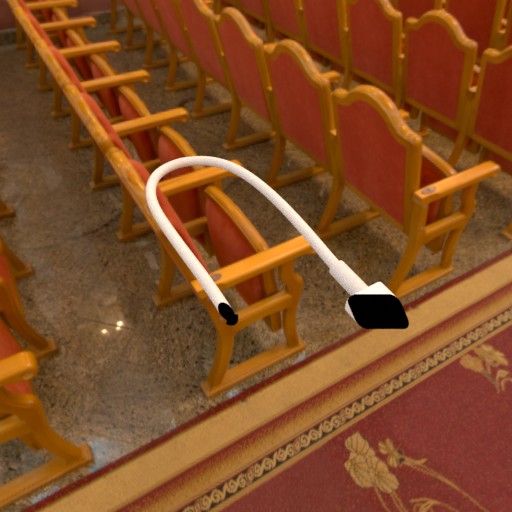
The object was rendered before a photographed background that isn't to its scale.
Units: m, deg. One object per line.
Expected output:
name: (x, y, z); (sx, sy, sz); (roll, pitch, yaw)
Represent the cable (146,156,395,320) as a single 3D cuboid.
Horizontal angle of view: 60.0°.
cable: (0.000, 0.000, 0.112); (0.040, 0.006, 0.098); (-23, 50, -21)
